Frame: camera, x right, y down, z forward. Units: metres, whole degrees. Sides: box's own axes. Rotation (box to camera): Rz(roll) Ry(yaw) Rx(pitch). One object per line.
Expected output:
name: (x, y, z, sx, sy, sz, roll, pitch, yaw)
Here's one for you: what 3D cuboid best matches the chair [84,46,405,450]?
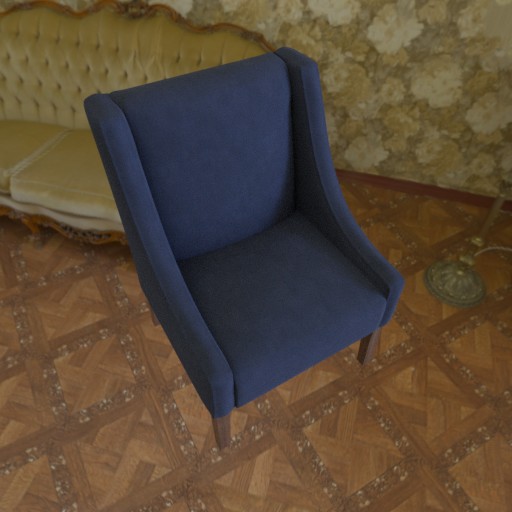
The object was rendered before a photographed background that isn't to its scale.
chair: (0.000, 0.000, 1.306, 0.629, 0.895, 0.629, -24, 51, -21)
